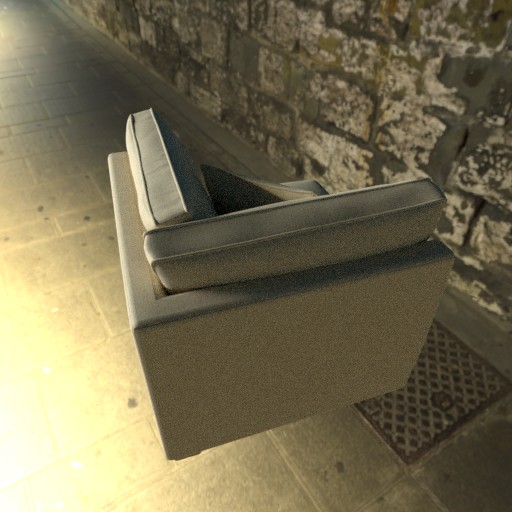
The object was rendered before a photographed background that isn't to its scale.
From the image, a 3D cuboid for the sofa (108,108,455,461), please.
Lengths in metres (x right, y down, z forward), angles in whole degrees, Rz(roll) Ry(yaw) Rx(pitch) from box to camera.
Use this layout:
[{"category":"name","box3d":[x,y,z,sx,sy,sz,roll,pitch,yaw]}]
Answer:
[{"category":"sofa","box3d":[0.000,0.000,1.947,1.084,1.002,1.146,-12,41,-14]}]
